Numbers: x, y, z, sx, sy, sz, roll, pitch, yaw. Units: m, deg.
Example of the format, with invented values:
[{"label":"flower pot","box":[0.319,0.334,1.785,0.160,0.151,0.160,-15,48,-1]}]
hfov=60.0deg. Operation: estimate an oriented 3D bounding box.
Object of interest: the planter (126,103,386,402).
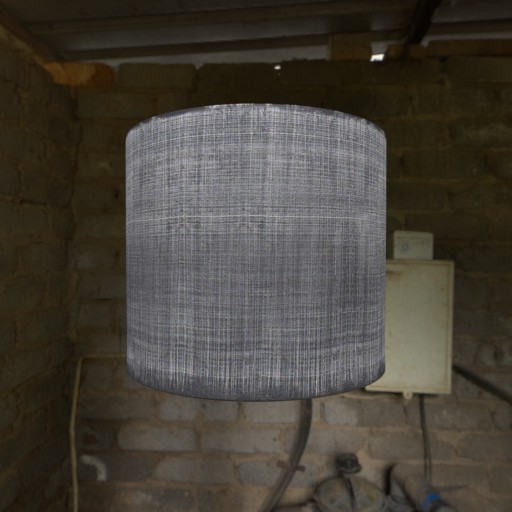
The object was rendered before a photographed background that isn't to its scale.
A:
[{"label":"planter","box":[0.000,0.000,0.450,0.254,0.221,0.254,0,0,0]}]
